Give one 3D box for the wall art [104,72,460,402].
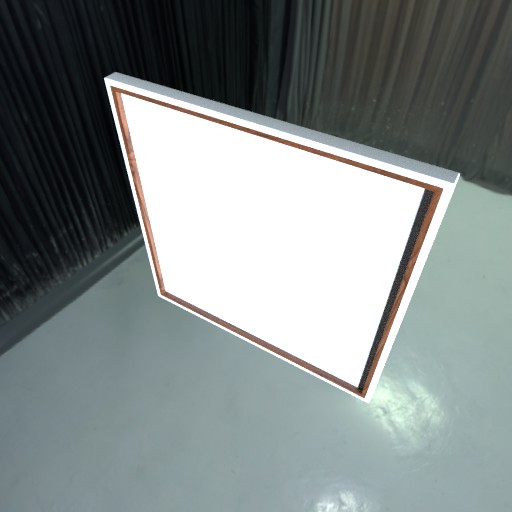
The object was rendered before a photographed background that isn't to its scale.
[{"bbox_3d":[0.000,0.000,1.494,1.009,1.009,0.049,23,50,21],"label":"wall art"}]
